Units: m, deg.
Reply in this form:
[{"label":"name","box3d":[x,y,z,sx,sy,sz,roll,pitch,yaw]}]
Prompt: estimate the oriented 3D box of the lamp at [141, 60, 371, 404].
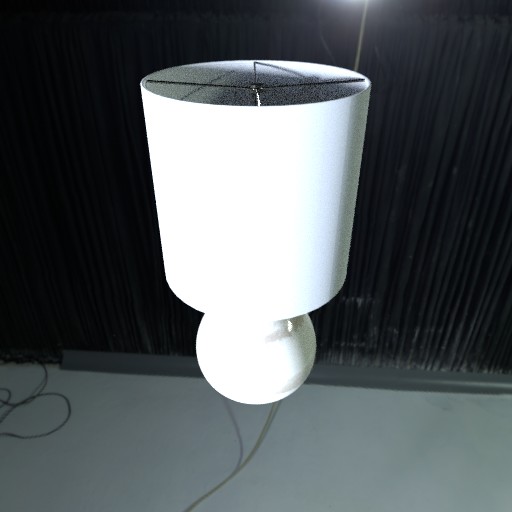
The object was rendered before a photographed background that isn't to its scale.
[{"label":"lamp","box3d":[0.000,0.000,0.534,0.217,0.404,0.217,-1,32,-1]}]
